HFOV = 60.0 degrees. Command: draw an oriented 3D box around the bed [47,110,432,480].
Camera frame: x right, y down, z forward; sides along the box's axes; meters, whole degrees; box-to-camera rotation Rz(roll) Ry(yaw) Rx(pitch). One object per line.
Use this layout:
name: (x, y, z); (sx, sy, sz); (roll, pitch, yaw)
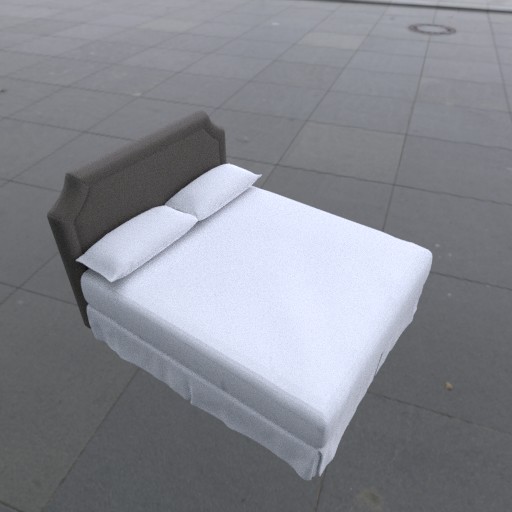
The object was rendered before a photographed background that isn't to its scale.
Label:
bed: (0.000, 0.000, 3.847); (2.536, 1.561, 2.194); (24, 45, 26)
